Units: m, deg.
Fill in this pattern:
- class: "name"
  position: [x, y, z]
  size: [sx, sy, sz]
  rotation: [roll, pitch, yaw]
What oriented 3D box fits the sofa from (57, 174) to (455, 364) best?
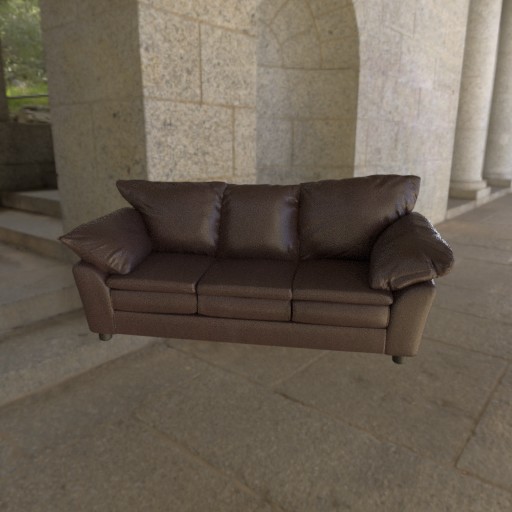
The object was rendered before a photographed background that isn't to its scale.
- class: "sofa"
  position: [0.000, 0.000, 3.039]
  size: [2.390, 1.091, 0.907]
  rotation: [2, 15, 9]
